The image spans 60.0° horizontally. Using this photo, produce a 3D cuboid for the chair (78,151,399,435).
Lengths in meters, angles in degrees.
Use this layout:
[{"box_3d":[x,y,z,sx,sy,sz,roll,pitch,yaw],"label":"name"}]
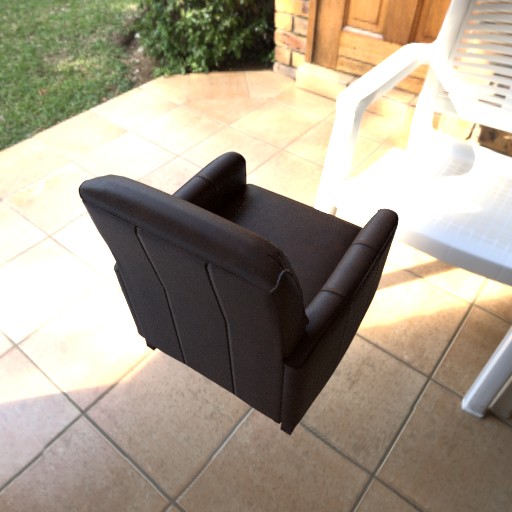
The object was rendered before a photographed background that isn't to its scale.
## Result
[{"box_3d":[0.000,0.000,1.676,0.839,1.010,0.850,25,51,22],"label":"chair"}]
